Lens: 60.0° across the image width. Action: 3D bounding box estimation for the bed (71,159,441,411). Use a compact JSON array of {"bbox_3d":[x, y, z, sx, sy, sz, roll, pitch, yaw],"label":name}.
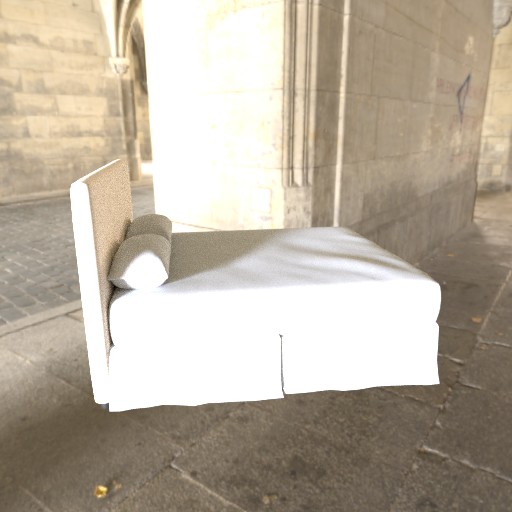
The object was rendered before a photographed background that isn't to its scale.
[{"bbox_3d":[0.000,0.000,3.278,2.142,1.330,1.748,-3,17,-9],"label":"bed"}]
